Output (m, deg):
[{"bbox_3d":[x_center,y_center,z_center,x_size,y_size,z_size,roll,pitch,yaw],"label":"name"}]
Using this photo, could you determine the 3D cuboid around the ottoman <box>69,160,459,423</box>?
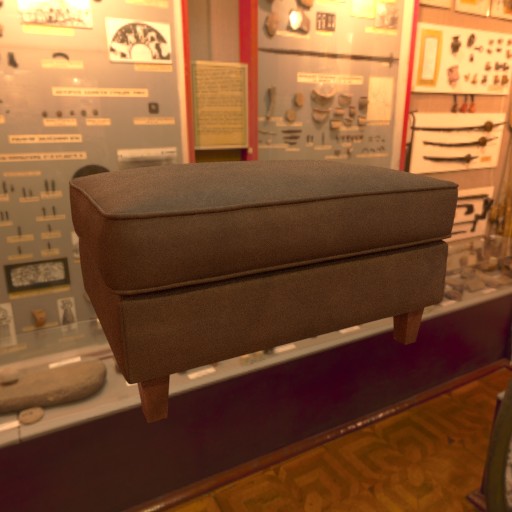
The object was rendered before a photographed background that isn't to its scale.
[{"bbox_3d":[0.000,0.000,1.187,0.860,0.481,0.596,-9,19,-26],"label":"ottoman"}]
